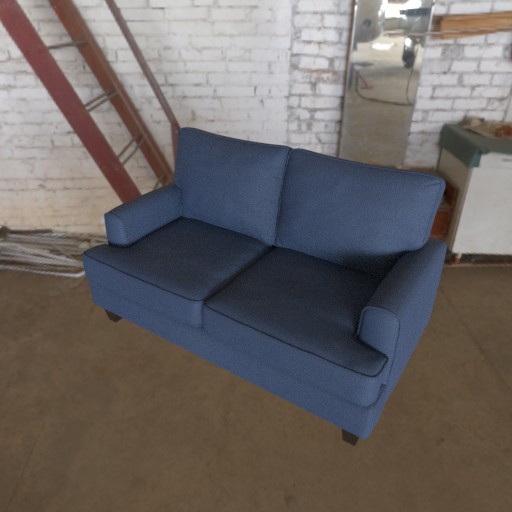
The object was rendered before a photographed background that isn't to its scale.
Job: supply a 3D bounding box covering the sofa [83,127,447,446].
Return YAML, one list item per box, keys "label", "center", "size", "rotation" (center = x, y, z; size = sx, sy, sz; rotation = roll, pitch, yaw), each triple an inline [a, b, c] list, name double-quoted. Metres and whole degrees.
- label: "sofa"
  center: [0.000, 0.000, 2.257]
  size: [1.651, 0.965, 0.965]
  rotation: [19, 35, 28]
